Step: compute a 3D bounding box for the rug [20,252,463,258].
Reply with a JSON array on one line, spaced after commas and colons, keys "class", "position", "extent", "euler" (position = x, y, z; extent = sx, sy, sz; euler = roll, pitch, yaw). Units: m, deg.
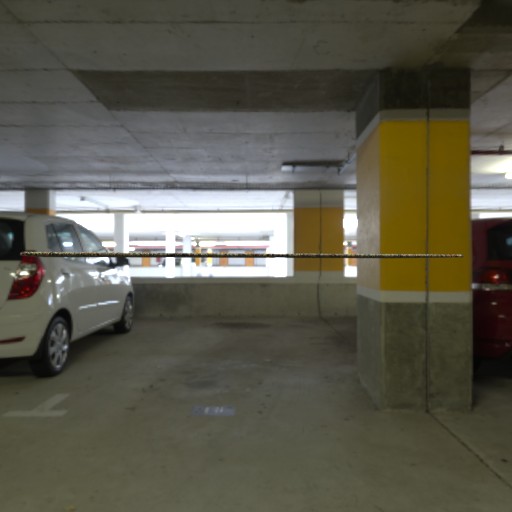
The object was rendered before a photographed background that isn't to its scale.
[{"class": "rug", "position": [0.000, 0.000, 2.525], "extent": [2.292, 0.015, 0.688], "euler": [0, -1, -18]}]
